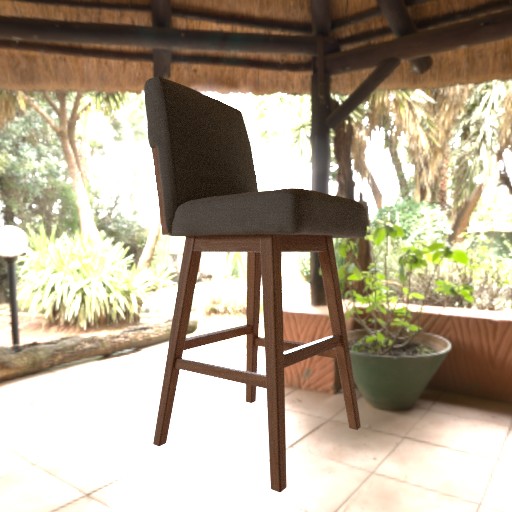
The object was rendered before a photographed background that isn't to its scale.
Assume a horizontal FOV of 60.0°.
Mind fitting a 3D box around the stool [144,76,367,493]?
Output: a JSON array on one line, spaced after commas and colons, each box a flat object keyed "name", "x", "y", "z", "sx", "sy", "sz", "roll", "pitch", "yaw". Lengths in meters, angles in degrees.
[{"name": "stool", "x": 0.000, "y": 0.000, "z": 1.377, "sx": 0.570, "sy": 1.112, "sz": 0.483, "roll": 1, "pitch": 1, "yaw": 36}]
